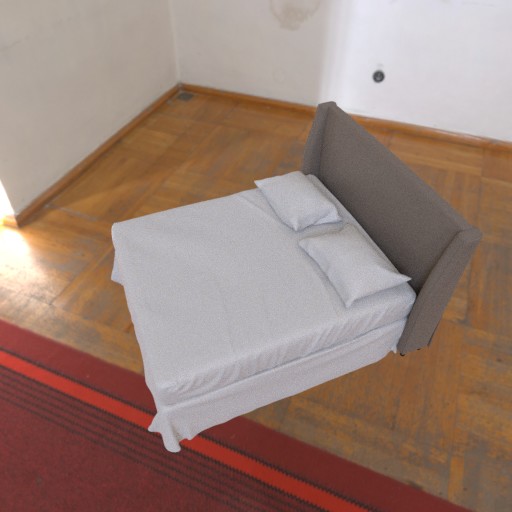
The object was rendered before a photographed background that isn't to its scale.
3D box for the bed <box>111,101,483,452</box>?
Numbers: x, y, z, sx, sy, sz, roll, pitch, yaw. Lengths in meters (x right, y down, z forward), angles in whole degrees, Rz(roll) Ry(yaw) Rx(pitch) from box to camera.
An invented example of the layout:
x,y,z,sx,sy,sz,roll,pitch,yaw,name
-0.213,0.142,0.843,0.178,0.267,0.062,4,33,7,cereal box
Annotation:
x,y,z,sx,sy,sz,roll,pitch,yaw,name
0.000,0.000,3.487,2.276,1.332,1.925,-16,48,-15,bed
